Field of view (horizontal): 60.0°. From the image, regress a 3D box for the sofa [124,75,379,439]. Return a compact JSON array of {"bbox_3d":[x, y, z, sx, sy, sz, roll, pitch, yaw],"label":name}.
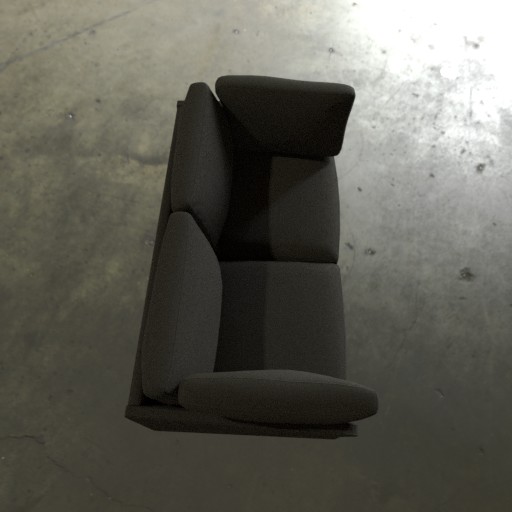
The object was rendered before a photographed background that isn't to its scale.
[{"bbox_3d":[0.000,0.000,2.319,0.969,0.920,1.751,2,64,1],"label":"sofa"}]
